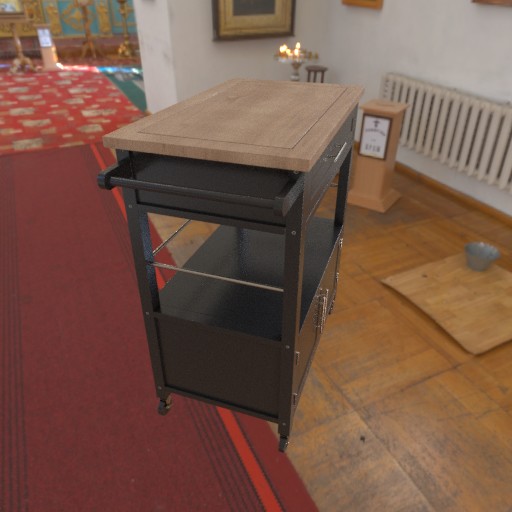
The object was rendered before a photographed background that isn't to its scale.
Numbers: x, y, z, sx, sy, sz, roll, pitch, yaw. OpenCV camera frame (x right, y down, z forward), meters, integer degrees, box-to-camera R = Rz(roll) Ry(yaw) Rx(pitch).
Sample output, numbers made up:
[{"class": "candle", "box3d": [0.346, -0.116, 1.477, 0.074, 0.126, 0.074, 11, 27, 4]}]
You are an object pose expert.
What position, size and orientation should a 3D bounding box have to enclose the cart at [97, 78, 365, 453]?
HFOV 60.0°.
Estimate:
[{"class": "cart", "box3d": [0.000, 0.000, 1.396, 0.459, 0.901, 0.840, 10, 33, 17]}]
